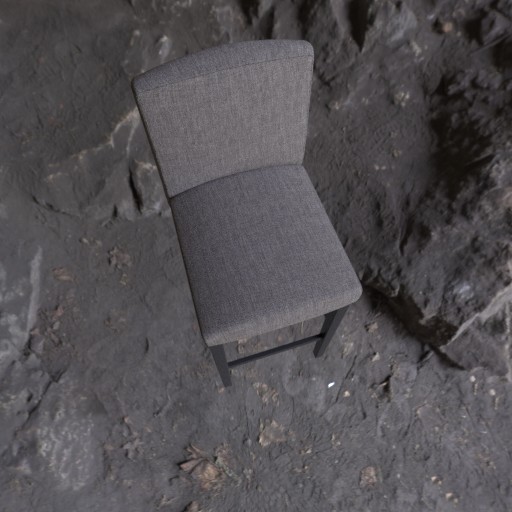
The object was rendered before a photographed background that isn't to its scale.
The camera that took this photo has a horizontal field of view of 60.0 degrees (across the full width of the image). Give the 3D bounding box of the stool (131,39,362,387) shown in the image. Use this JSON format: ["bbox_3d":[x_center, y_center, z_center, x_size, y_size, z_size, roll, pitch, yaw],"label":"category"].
[{"bbox_3d":[0.000,0.000,1.408,0.451,1.138,0.552,-16,65,-8],"label":"stool"}]
